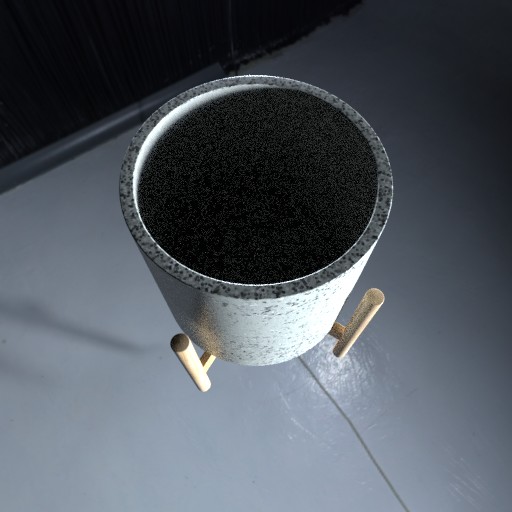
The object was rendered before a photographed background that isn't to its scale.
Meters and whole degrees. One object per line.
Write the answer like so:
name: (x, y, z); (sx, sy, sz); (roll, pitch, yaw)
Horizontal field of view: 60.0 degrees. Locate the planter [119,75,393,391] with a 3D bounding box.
planter: (0.000, 0.000, 0.682); (0.360, 0.419, 0.360); (-33, 68, -15)
